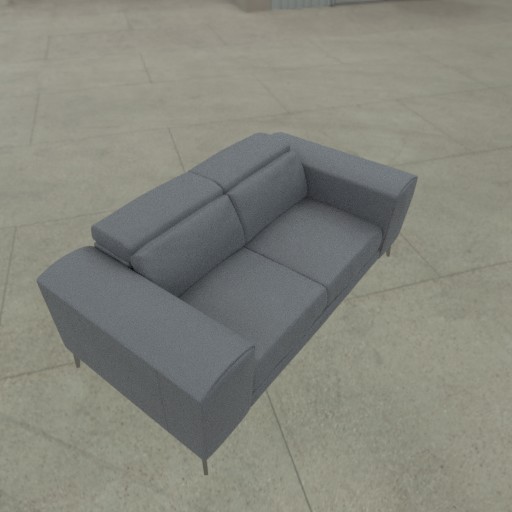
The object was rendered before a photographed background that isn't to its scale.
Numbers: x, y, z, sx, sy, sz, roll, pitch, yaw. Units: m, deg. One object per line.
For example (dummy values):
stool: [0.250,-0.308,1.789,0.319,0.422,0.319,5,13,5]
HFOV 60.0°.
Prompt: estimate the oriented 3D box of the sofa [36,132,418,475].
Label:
sofa: [0.000,0.000,2.405,1.003,0.779,1.895,26,47,28]
